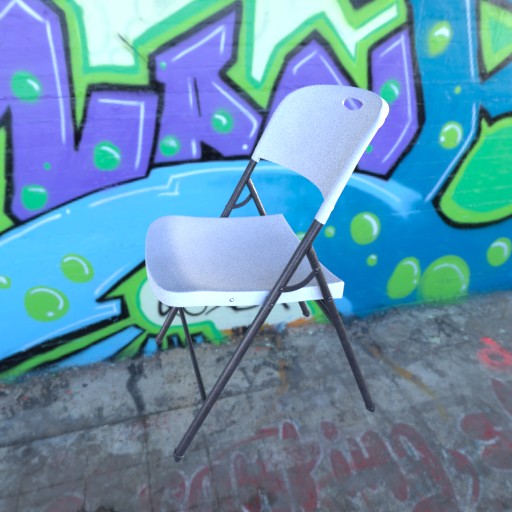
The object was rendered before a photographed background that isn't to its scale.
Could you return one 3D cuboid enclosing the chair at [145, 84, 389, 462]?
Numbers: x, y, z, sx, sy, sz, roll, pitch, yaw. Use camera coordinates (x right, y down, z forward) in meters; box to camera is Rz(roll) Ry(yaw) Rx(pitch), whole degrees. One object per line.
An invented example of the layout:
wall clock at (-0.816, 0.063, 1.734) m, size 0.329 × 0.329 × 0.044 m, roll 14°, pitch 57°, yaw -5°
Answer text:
chair at (0.000, 0.000, 1.170) m, size 0.566 × 0.810 × 0.494 m, roll -8°, pitch 29°, yaw -15°
